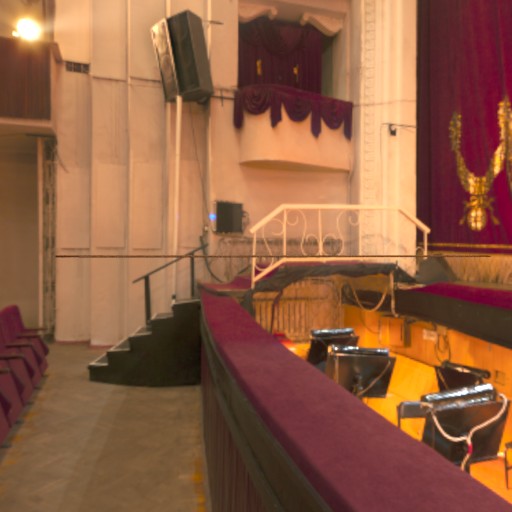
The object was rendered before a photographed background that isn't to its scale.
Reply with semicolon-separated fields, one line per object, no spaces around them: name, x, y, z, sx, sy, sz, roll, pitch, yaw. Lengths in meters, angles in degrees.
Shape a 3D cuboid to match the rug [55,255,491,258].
rug;0.000;0.000;2.248;1.726;0.009;1.278;0;0;-18
